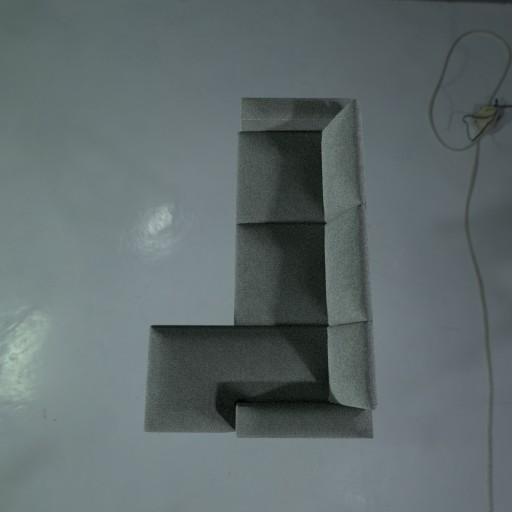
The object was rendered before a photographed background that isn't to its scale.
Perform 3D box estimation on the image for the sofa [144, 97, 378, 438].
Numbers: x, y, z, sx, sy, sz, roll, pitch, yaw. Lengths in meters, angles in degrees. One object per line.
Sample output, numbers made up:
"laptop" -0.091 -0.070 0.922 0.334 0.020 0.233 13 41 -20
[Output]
"sofa" 0.000 0.000 3.578 1.689 0.940 2.718 0 77 0
